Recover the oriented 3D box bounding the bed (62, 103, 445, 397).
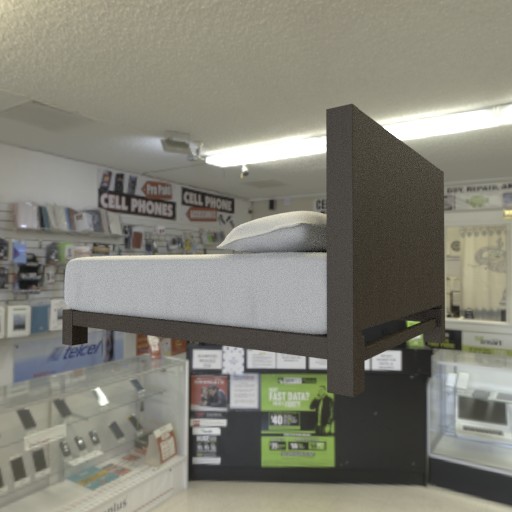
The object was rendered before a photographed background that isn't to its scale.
[{"bbox_3d":[0.000,0.000,3.263,2.242,1.270,1.727,-1,-1,35],"label":"bed"}]
